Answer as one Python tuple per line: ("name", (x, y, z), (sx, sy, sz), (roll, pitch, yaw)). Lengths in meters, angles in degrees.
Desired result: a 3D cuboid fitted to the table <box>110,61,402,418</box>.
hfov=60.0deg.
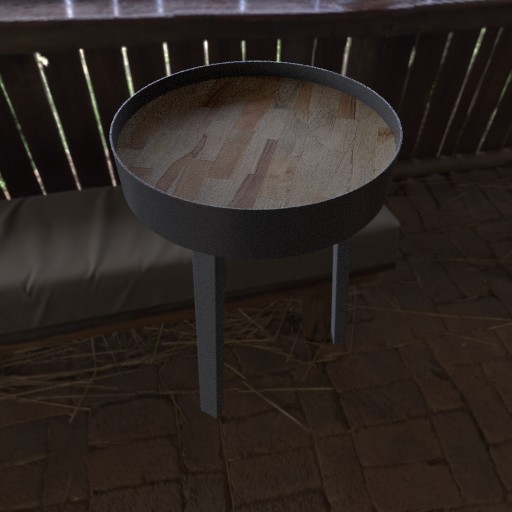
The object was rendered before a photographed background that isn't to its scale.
("table", (0.000, 0.000, 0.832), (0.406, 0.559, 0.406), (0, 46, 0))
